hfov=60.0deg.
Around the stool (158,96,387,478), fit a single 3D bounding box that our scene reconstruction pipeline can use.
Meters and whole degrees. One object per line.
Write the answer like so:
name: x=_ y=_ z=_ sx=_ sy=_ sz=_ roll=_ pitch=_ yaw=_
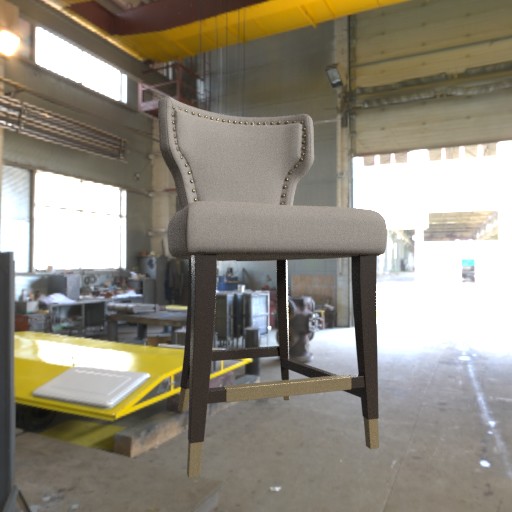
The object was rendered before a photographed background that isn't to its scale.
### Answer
stool: x=0.000 y=0.000 z=1.290 sx=0.527 sy=0.982 sz=0.563 roll=0 pitch=-1 yaw=-19
